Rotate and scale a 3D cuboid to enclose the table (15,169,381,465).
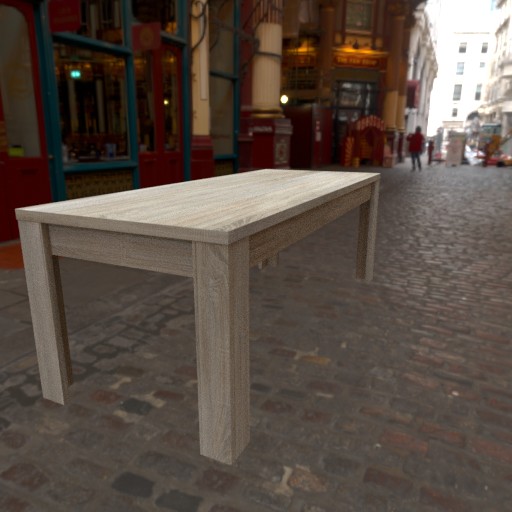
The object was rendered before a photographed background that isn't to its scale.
[{"bbox_3d":[0.000,0.000,2.498,0.900,0.790,2.200,7,17,25],"label":"table"}]
